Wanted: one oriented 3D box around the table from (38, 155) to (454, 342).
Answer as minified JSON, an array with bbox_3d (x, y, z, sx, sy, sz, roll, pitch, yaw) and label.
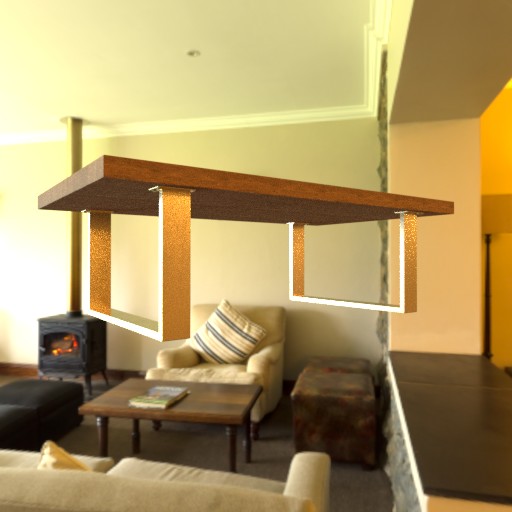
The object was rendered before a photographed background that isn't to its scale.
[{"bbox_3d":[0.000,0.000,1.709,1.400,0.440,0.800,0,0,-36],"label":"table"}]
